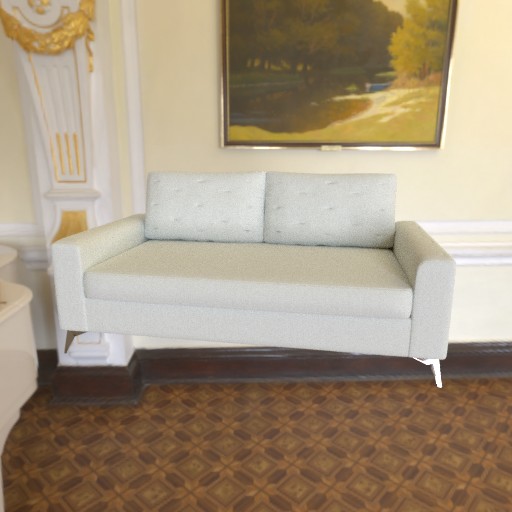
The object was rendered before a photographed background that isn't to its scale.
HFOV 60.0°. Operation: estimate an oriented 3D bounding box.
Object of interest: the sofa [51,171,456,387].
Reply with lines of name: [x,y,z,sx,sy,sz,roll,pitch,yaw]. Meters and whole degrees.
sofa: [0.000,0.000,2.178,1.650,0.790,0.920,3,14,10]
